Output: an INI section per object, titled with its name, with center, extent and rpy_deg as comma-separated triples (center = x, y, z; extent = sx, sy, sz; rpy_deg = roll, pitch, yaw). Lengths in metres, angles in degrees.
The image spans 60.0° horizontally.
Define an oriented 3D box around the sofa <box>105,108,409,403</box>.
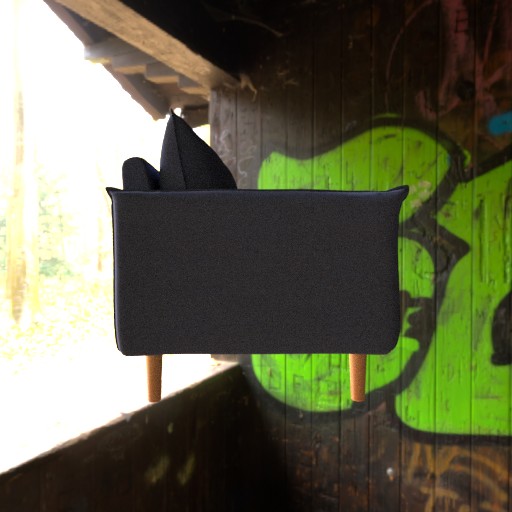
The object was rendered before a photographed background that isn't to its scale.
[sofa]
center = 0.000, 0.000, 1.808
extent = 0.820, 0.840, 1.300
rpy_deg = 0, 1, -1
